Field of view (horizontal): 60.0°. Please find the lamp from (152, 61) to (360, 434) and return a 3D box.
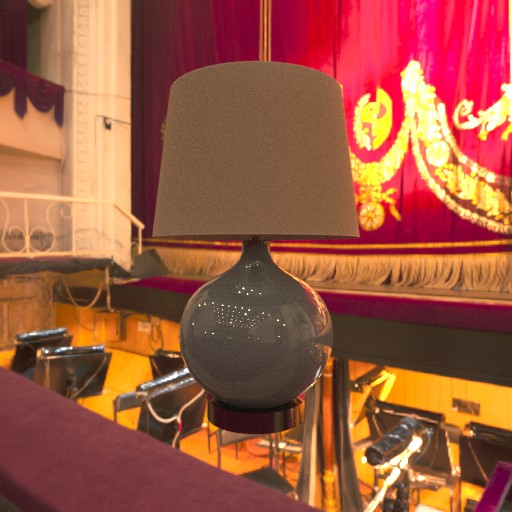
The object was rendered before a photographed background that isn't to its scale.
[{"bbox_3d":[0.000,0.000,0.540,0.247,0.387,0.247,0,1,0],"label":"lamp"}]
